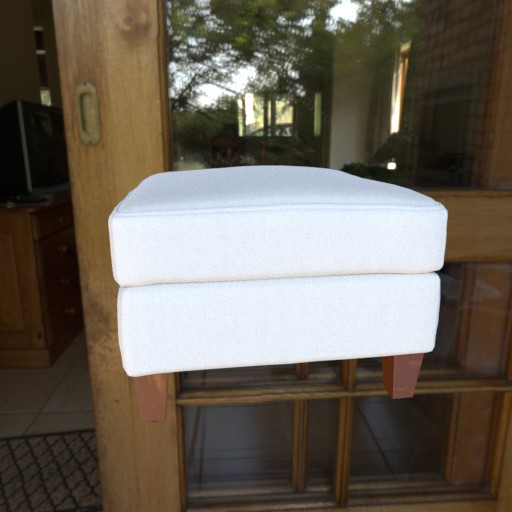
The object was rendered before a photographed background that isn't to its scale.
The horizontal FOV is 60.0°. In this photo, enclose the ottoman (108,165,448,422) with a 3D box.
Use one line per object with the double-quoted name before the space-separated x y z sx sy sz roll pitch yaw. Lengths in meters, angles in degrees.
"ottoman" 0.000 0.000 1.195 0.634 0.479 0.818 -2 14 -9
